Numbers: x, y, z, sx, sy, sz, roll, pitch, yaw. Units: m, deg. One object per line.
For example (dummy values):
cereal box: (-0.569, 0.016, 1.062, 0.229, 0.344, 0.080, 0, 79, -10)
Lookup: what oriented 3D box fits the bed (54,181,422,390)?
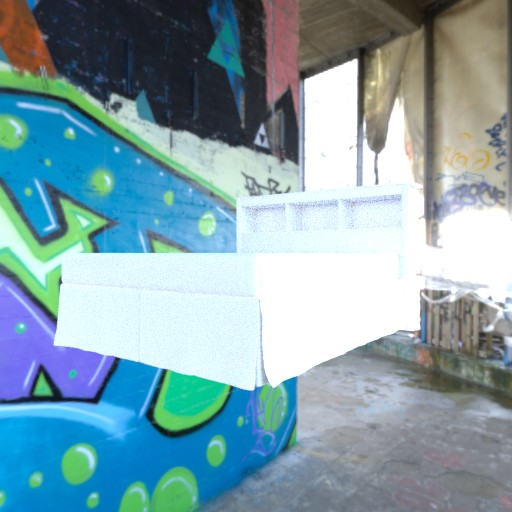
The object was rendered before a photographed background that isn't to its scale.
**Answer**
bed: (0.000, 0.000, 3.114, 1.671, 1.092, 2.133, 0, 0, 36)
